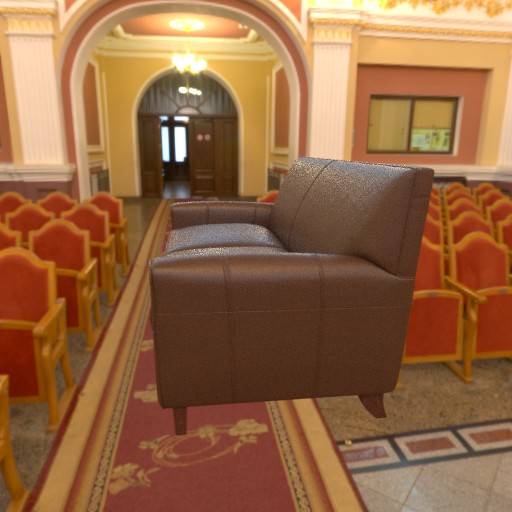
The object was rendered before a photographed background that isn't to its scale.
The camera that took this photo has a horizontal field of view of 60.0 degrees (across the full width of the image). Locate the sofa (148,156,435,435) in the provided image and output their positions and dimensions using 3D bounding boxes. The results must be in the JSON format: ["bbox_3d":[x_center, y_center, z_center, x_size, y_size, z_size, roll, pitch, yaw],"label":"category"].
[{"bbox_3d":[0.000,0.000,2.027,0.853,0.859,1.468,-2,14,-8],"label":"sofa"}]
